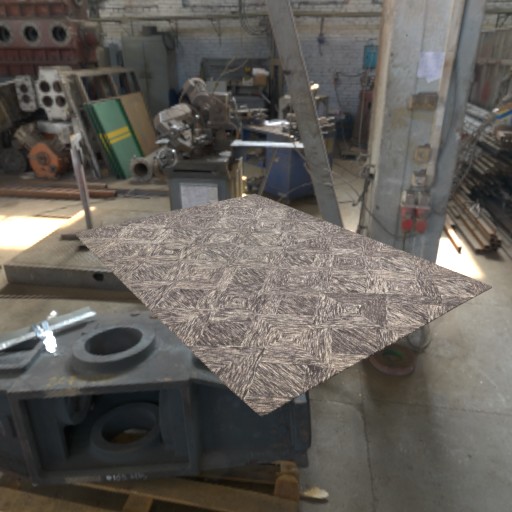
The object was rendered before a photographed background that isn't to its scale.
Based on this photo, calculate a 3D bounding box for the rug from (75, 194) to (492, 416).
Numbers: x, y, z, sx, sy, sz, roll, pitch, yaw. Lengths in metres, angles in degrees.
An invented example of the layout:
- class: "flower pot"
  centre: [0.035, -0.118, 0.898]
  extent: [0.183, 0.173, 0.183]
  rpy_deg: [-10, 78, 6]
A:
- class: "rug"
  centre: [0.000, 0.000, 5.191]
  extent: [2.997, 0.020, 4.093]
  rpy_deg: [-17, 30, -33]
